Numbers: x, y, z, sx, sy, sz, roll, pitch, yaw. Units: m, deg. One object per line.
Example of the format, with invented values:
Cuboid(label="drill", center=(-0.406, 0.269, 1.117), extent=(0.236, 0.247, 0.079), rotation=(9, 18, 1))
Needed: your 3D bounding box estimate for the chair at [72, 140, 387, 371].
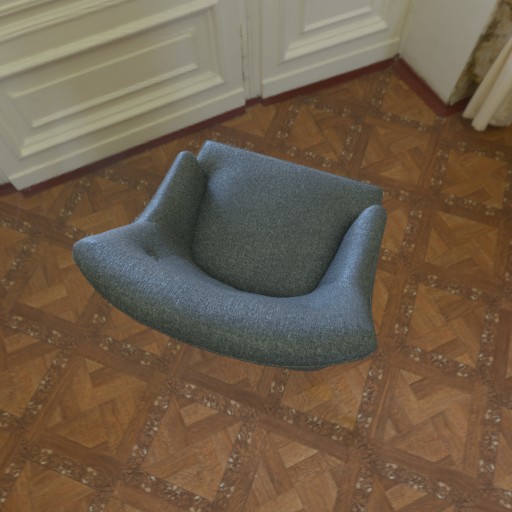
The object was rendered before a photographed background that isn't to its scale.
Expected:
Cuboid(label="chair", center=(0.000, 0.000, 1.623), extent=(0.864, 0.856, 0.923), rotation=(17, 65, 8))
